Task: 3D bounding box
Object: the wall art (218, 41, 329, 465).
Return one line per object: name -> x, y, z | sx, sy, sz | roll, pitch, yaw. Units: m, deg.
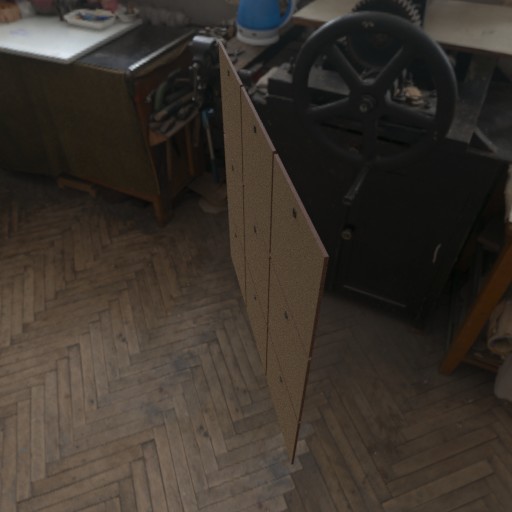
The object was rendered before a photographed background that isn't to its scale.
wall art -> 0.000, 0.000, 2.233 | 0.019, 1.532, 1.533 | -10, 47, -10
